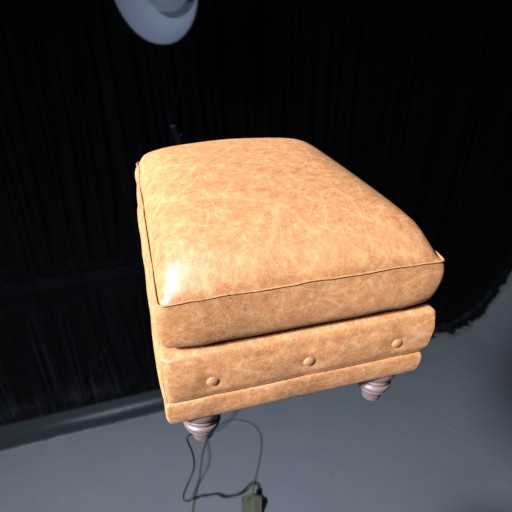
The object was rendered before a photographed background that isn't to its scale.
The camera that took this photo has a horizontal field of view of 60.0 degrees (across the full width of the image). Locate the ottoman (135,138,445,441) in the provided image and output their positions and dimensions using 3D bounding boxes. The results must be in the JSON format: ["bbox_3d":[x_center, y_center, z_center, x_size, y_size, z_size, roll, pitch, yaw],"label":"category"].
[{"bbox_3d":[0.000,0.000,1.081,0.533,0.480,0.710,-8,31,-14],"label":"ottoman"}]
